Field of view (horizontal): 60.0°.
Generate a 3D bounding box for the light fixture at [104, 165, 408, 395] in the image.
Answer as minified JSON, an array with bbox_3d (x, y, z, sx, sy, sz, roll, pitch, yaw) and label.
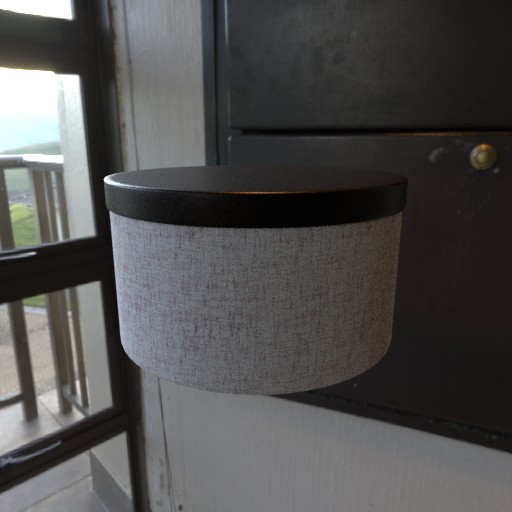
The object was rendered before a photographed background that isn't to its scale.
[{"bbox_3d":[0.000,0.000,0.627,0.389,0.229,0.389,0,15,0],"label":"light fixture"}]
